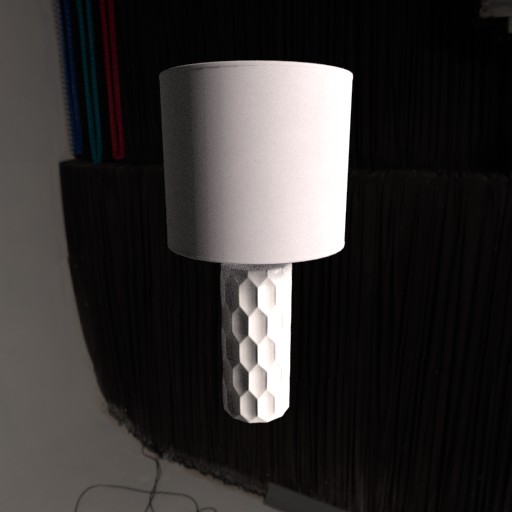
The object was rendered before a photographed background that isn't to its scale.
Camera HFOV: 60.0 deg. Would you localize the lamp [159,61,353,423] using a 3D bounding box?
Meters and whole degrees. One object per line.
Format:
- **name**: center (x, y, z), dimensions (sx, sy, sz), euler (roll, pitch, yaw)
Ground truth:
- **lamp**: center (0.000, 0.000, 0.713), dimensions (0.277, 0.537, 0.277), euler (7, 16, 26)
